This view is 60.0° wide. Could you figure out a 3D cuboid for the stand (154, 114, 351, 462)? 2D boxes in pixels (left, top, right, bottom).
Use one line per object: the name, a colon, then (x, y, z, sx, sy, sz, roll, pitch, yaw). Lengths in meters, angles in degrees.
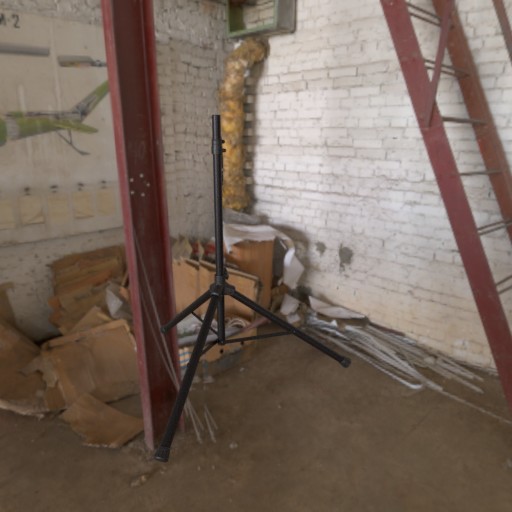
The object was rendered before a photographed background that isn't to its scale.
stand: (0.000, 0.000, 1.873, 0.907, 1.136, 1.045, -2, 16, -9)
